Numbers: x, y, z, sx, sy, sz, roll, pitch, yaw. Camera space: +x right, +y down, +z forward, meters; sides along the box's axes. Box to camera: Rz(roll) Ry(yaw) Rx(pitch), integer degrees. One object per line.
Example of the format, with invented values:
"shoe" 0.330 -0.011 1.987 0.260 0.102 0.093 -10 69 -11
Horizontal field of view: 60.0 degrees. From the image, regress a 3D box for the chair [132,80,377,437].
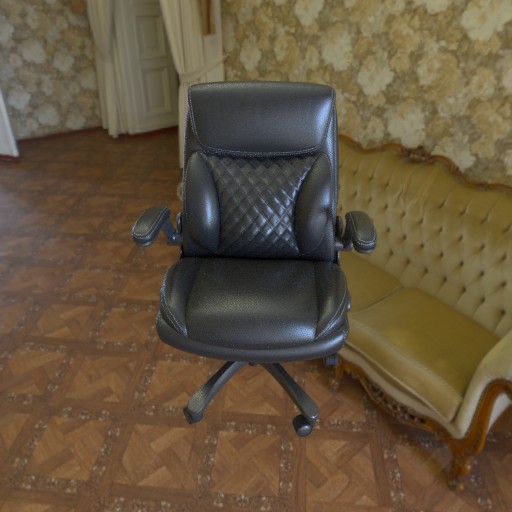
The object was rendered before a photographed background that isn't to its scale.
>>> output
"chair" 0.000 0.000 1.620 0.782 1.110 0.724 2 31 3
